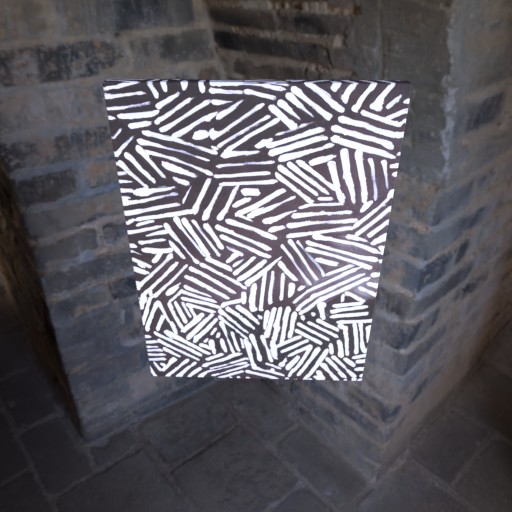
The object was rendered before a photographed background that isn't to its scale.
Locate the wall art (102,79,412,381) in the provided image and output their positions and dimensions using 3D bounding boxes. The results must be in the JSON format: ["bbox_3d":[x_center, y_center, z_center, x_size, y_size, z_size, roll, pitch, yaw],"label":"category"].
[{"bbox_3d":[0.000,0.000,1.366,0.765,1.017,0.038,1,31,2],"label":"wall art"}]
